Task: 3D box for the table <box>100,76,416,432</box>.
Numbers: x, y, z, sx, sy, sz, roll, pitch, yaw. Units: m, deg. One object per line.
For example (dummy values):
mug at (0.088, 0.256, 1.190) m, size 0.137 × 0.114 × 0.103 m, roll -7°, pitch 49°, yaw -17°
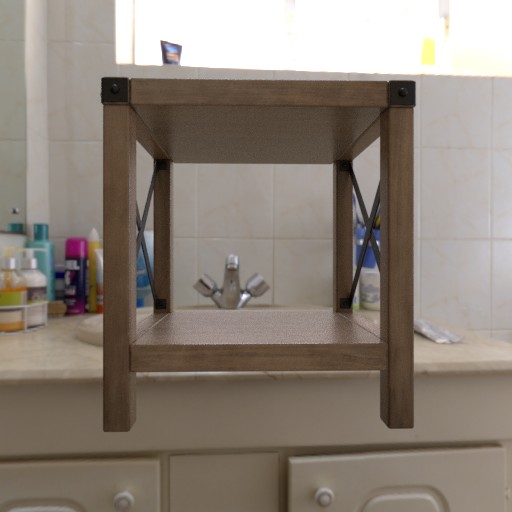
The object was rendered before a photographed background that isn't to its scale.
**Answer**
table at (0.000, 0.000, 0.916) m, size 0.510 × 0.561 × 0.459 m, roll 0°, pitch 0°, yaw -2°
